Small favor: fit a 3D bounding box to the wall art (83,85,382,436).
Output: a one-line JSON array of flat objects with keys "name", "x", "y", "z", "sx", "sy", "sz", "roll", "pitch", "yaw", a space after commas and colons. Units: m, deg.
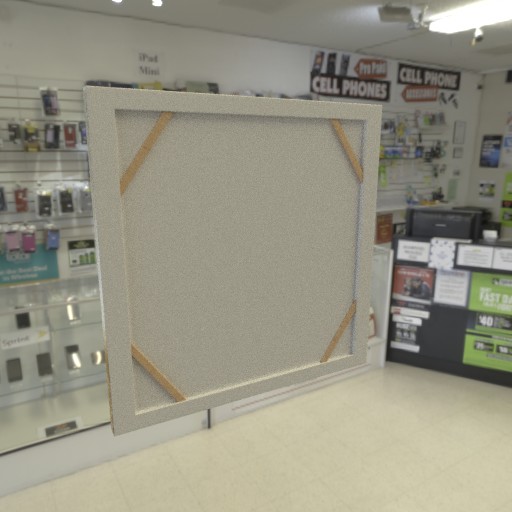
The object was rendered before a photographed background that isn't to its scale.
[{"name": "wall art", "x": 0.000, "y": 0.000, "z": 1.613, "sx": 1.092, "sy": 1.091, "sz": 0.051, "roll": -7, "pitch": 15, "yaw": -28}]
